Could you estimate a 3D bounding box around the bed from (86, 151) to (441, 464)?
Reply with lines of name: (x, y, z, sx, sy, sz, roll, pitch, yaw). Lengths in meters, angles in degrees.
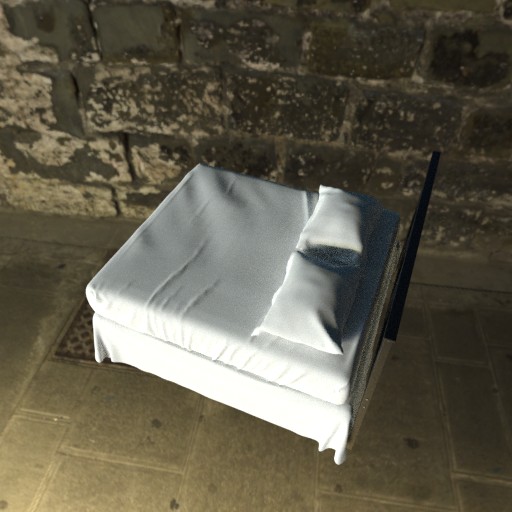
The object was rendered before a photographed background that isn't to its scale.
bed: (0.000, 0.000, 3.200, 2.050, 1.270, 1.870, 17, 48, 16)
